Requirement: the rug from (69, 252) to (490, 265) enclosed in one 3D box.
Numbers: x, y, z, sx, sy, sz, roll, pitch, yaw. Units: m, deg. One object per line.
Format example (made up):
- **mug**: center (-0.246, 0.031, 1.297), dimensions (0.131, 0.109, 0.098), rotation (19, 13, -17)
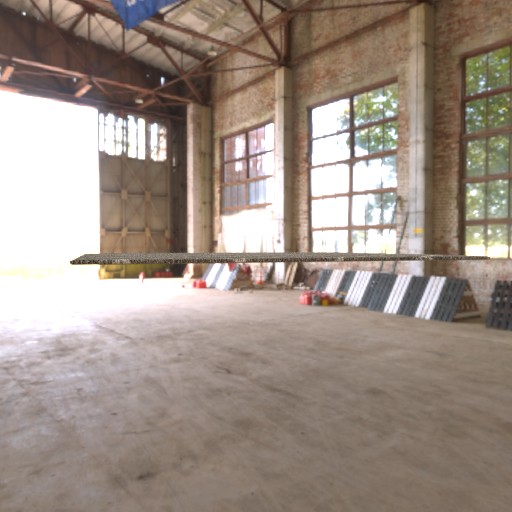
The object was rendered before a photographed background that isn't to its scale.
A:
- **rug**: center (0.000, 0.000, 4.097), dimensions (3.047, 0.029, 2.438), rotation (0, 1, -19)
